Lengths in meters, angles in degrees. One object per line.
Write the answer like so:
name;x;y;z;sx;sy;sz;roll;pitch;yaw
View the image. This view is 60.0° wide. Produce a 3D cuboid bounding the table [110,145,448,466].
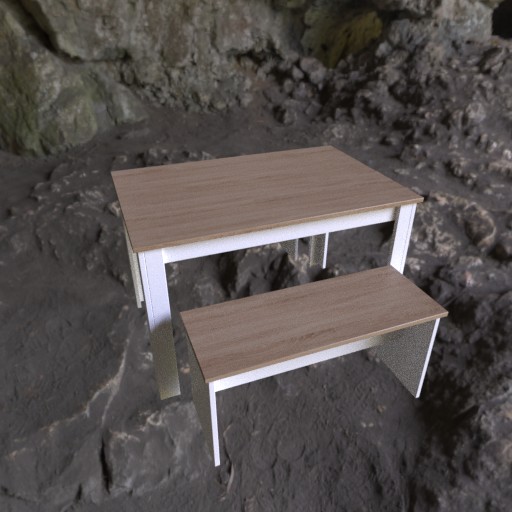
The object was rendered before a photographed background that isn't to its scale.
table;0.000;0.000;2.012;1.100;0.700;1.443;-11;32;-18
